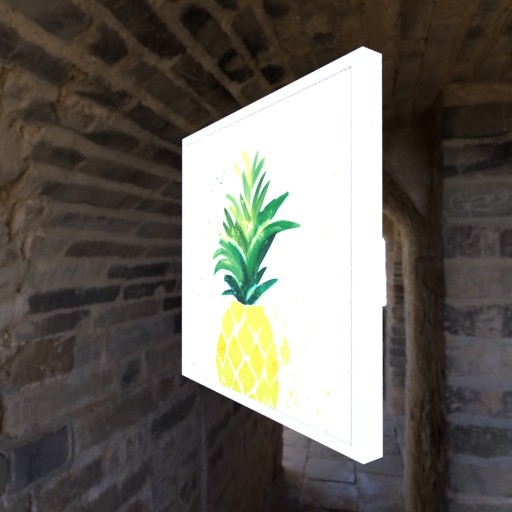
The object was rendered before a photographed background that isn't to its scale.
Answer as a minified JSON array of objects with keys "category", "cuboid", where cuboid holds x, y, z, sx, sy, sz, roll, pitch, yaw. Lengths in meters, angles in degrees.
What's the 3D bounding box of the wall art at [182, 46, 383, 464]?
[{"category":"wall art","cuboid":[0.000,0.000,0.757,0.035,0.507,0.508,0,-1,-35]}]
